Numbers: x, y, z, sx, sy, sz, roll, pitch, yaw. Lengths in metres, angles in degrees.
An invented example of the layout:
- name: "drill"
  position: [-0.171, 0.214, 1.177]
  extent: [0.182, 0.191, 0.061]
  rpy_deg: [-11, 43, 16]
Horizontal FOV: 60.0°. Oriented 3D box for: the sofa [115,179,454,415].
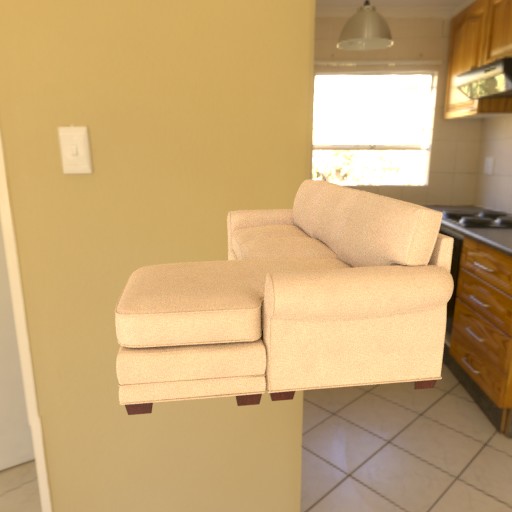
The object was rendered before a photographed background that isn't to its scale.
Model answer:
- name: "sofa"
  position: [0.000, 0.000, 2.354]
  extent: [1.226, 0.734, 1.770]
  rpy_deg: [-2, 14, -8]
